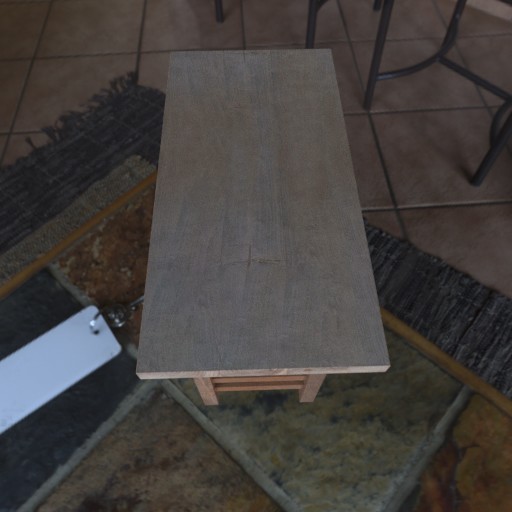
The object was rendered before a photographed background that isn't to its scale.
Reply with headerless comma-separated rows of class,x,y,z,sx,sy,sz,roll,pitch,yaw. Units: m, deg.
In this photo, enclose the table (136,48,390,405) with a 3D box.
table,0.000,0.000,1.643,0.556,0.914,1.119,-1,59,-1
